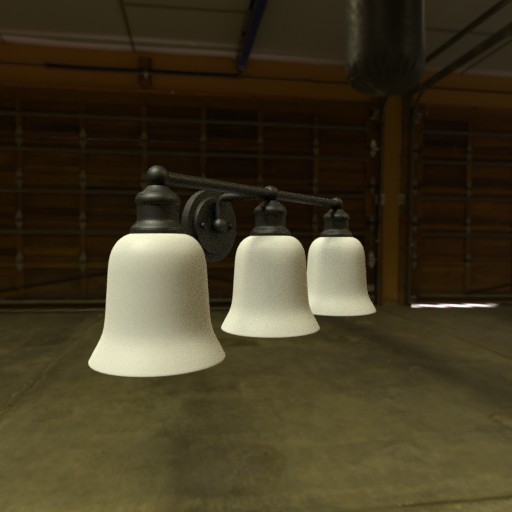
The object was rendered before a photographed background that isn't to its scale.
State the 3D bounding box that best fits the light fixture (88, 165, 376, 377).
[{"bbox_3d":[0.000,0.000,0.668,0.198,0.211,0.570,1,2,37],"label":"light fixture"}]
